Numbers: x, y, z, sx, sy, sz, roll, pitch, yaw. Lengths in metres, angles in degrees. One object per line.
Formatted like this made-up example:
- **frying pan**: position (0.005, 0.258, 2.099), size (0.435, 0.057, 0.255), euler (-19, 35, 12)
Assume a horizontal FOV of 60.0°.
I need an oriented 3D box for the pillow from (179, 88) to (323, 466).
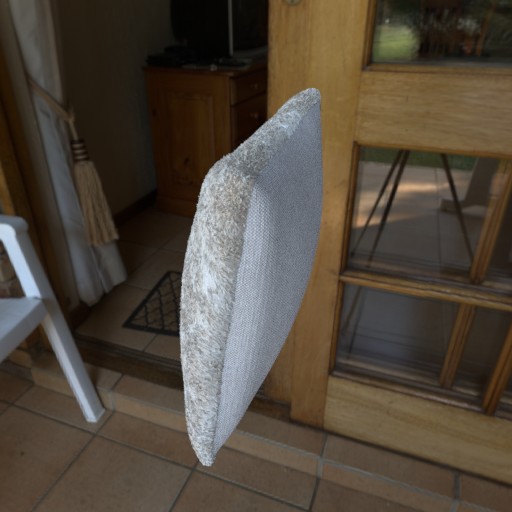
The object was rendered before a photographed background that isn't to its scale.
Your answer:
- **pillow**: position (0.000, 0.000, 0.812), size (0.218, 0.515, 0.529), euler (7, 30, 13)
